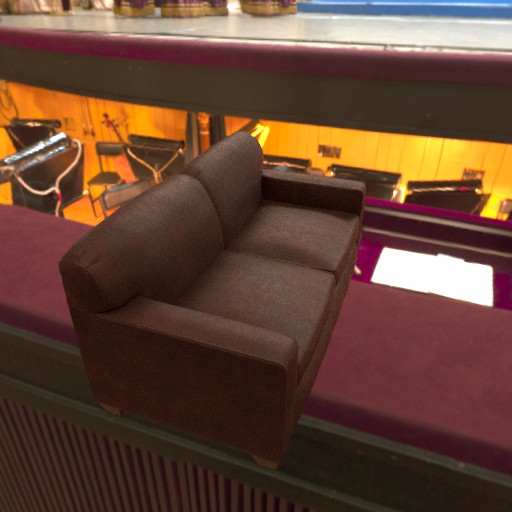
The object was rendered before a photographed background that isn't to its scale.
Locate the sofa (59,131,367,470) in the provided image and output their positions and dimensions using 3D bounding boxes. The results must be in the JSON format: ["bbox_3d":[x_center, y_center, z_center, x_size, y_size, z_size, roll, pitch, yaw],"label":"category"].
[{"bbox_3d":[0.000,0.000,2.499,1.000,0.966,1.856,11,33,18],"label":"sofa"}]
